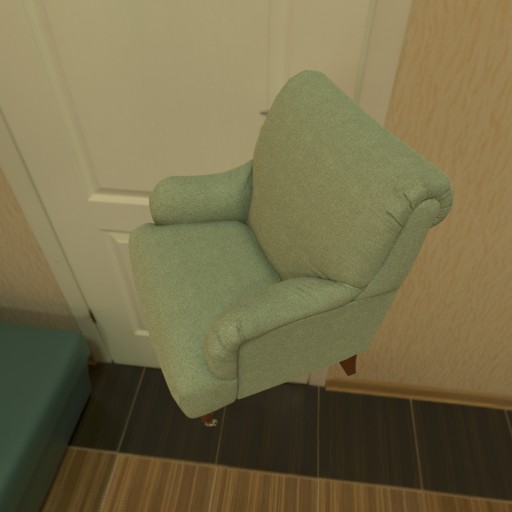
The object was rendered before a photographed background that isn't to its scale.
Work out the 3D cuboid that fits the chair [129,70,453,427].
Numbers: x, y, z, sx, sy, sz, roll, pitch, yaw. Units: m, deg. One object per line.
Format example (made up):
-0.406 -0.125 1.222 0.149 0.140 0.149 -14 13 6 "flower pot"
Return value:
0.000 0.000 1.943 1.060 1.178 0.964 -16 48 -15 "chair"
